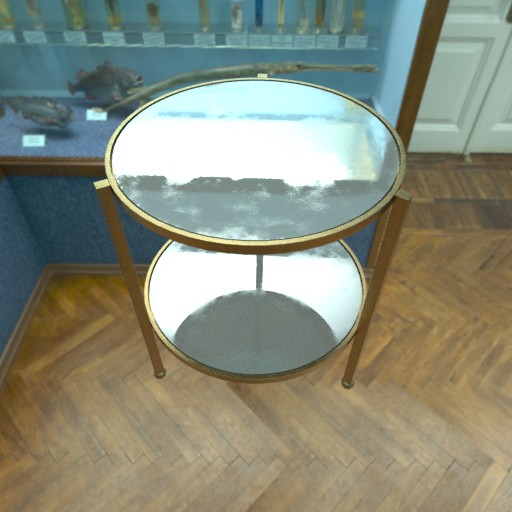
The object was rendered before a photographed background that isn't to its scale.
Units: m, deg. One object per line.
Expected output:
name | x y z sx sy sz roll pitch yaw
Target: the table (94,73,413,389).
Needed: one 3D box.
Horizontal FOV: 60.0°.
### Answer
table | 0.000 0.000 0.449 0.231 0.269 0.243 2 46 2
